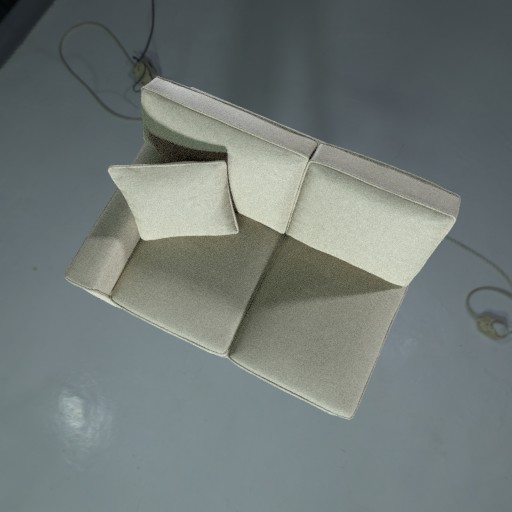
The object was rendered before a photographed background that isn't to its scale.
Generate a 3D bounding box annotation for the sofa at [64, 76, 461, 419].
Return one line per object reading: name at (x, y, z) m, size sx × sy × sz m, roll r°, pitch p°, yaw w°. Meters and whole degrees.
sofa at (0.000, 0.000, 2.072) m, size 1.388 × 0.989 × 0.991 m, roll 25°, pitch 76°, yaw 7°
